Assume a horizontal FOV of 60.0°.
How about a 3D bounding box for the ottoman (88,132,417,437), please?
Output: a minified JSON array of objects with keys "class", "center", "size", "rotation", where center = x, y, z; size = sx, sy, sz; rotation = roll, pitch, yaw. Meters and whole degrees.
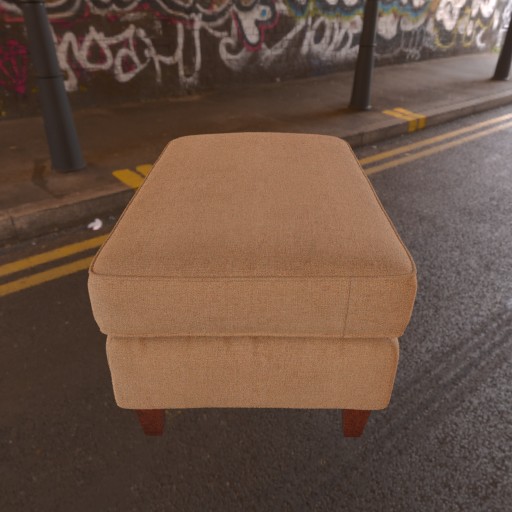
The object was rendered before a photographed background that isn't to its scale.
[{"class":"ottoman","center":[0.000,0.000,1.197],"size":[0.583,0.484,0.862],"rotation":[1,31,1]}]
